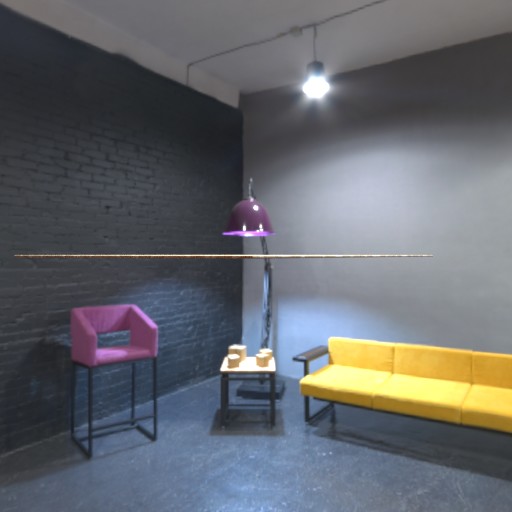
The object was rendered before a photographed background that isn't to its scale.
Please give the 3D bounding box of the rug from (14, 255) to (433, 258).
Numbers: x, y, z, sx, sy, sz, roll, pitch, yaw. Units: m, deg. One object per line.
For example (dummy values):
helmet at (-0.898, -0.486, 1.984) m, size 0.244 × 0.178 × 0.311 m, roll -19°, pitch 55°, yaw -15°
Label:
rug at (0.000, 0.000, 2.686) m, size 1.524 × 0.010 × 2.134 m, roll 0°, pitch 0°, yaw 36°
